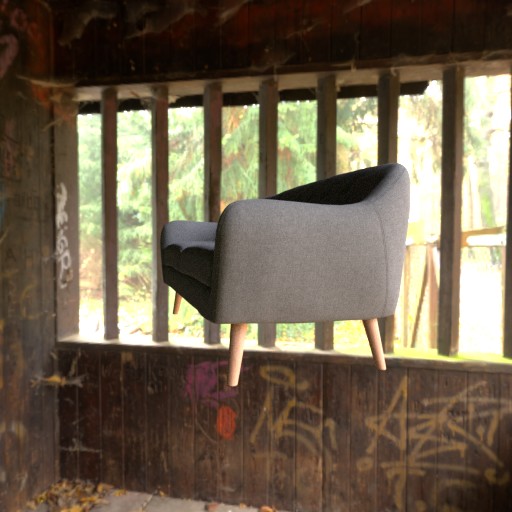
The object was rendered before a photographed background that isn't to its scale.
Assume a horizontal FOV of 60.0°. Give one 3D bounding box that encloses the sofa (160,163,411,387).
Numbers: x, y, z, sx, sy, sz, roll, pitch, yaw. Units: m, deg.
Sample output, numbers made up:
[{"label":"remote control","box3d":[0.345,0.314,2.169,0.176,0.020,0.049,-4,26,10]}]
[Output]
[{"label":"sofa","box3d":[0.000,0.000,2.310,0.820,0.820,1.840,-1,2,-18]}]
